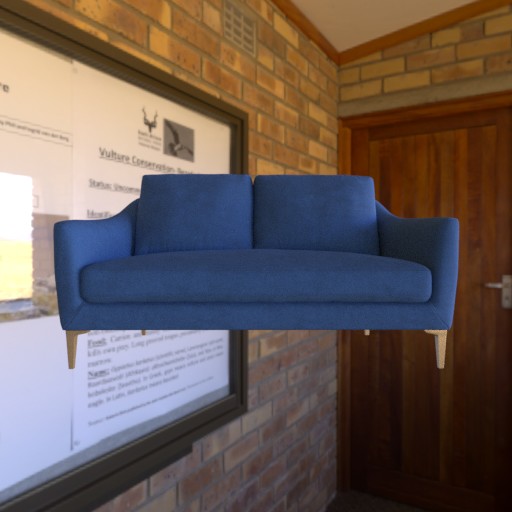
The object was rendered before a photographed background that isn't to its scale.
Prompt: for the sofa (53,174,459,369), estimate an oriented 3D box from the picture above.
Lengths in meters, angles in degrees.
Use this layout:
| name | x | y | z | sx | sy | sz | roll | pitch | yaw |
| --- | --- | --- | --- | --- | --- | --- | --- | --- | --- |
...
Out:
| name | x | y | z | sx | sy | sz | roll | pitch | yaw |
| --- | --- | --- | --- | --- | --- | --- | --- | --- | --- |
| sofa | 0.000 | 0.000 | 2.213 | 1.619 | 0.902 | 0.960 | 0 | 1 | 0 |
